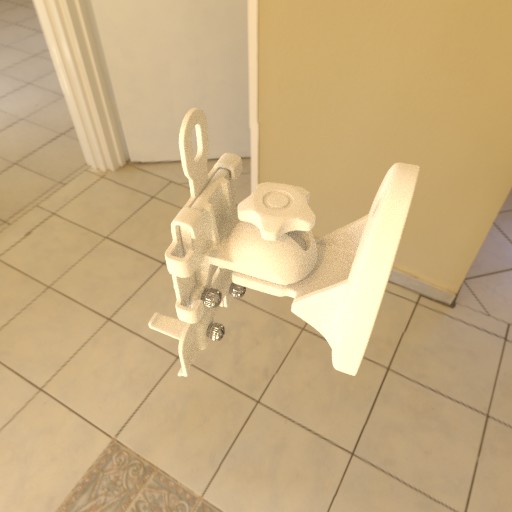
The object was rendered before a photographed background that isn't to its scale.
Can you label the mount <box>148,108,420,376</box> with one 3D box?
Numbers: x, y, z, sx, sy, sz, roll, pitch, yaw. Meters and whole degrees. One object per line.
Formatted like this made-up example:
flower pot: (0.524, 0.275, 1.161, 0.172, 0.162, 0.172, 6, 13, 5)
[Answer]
mount: (0.000, 0.000, 0.178, 0.100, 0.118, 0.066, 15, 49, 14)
